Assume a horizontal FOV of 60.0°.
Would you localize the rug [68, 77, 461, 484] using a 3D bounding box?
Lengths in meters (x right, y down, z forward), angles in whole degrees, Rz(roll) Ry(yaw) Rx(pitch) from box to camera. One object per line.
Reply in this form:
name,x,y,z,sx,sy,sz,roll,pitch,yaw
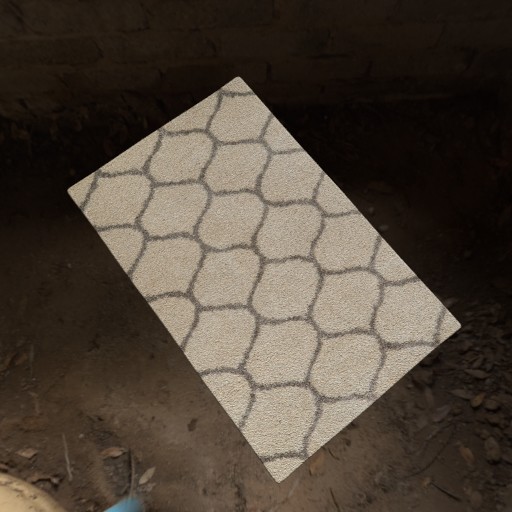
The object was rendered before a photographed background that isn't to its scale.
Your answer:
rug,0.000,0.000,2.946,1.501,0.024,2.348,-37,78,-9
